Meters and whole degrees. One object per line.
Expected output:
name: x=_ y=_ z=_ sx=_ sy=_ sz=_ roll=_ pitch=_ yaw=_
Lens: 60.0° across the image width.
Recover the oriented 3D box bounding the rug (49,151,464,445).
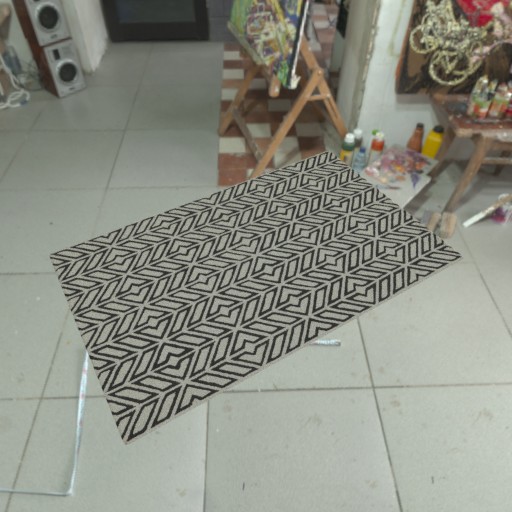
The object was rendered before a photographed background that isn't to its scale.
rug: x=0.000 y=0.000 z=3.060 sx=2.438 sy=0.008 sz=1.523 roll=-24 pitch=51 yaw=-21
